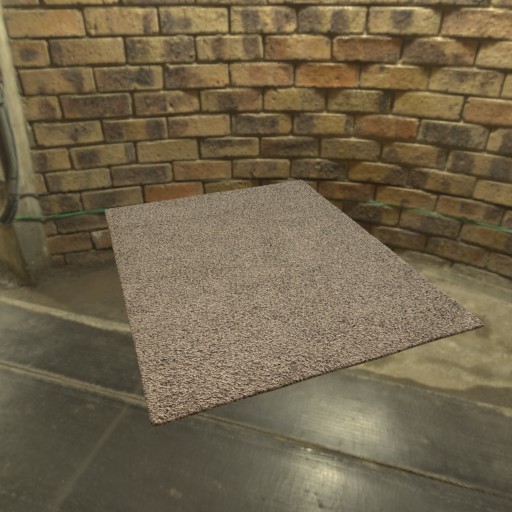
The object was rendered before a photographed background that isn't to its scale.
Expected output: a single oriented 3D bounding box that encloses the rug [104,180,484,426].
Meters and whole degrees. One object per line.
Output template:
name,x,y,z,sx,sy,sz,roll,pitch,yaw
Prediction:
rug,0.000,0.000,4.084,2.438,0.029,3.047,-11,33,-18
